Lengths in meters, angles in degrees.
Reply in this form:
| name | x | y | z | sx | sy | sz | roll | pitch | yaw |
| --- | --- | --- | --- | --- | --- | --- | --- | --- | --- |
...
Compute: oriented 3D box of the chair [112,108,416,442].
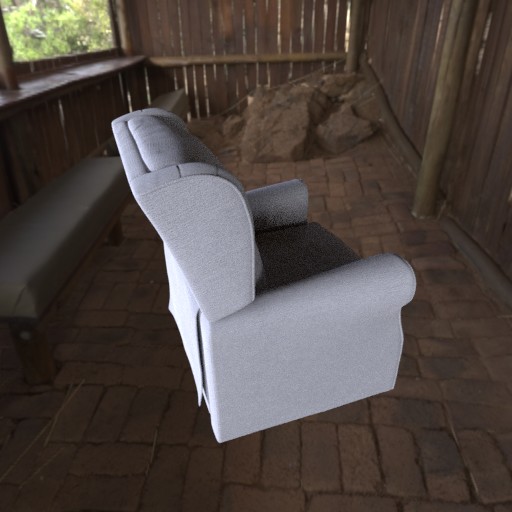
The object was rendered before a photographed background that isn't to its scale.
| name | x | y | z | sx | sy | sz | roll | pitch | yaw |
| --- | --- | --- | --- | --- | --- | --- | --- | --- | --- |
| chair | 0.000 | 0.000 | 1.642 | 0.854 | 0.966 | 0.906 | -10 | 31 | -17 |
